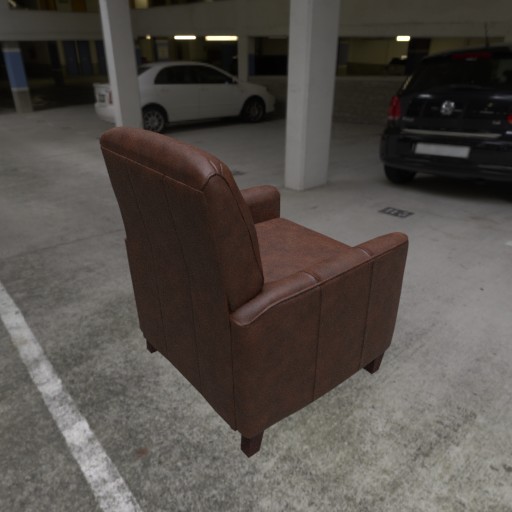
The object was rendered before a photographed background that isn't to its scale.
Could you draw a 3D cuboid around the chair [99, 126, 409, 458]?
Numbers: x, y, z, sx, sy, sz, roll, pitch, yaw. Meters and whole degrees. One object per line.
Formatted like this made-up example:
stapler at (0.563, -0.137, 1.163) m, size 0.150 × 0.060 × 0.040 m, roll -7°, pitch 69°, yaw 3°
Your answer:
chair at (0.000, 0.000, 1.693) m, size 0.850 × 1.010 × 0.839 m, roll -20°, pitch 33°, yaw -34°
